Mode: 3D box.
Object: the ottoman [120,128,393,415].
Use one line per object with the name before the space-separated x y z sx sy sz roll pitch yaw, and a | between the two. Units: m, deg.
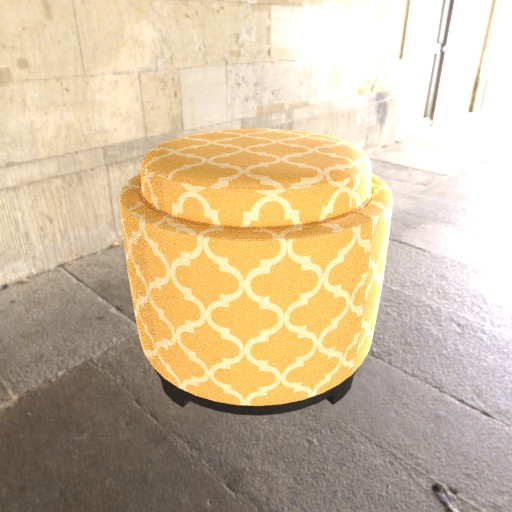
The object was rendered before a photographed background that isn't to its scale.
ottoman | 0.000 0.000 0.858 0.480 0.429 0.480 0 27 0
